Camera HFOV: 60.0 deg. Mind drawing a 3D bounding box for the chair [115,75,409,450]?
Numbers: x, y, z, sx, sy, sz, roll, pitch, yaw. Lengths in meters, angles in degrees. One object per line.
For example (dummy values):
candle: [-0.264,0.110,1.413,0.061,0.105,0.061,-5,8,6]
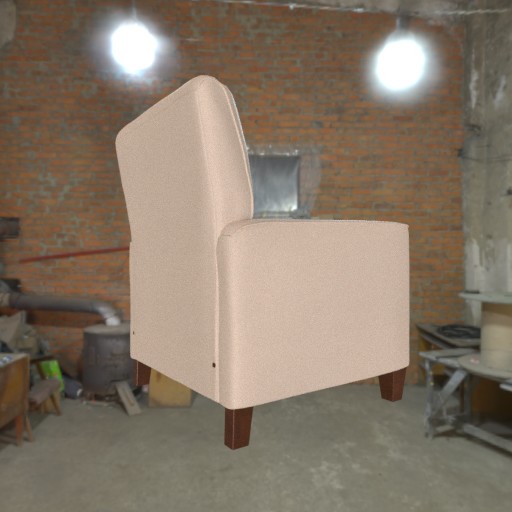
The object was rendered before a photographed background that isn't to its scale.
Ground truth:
chair: [0.000,0.000,1.669,0.858,1.028,0.841,0,0,-36]
